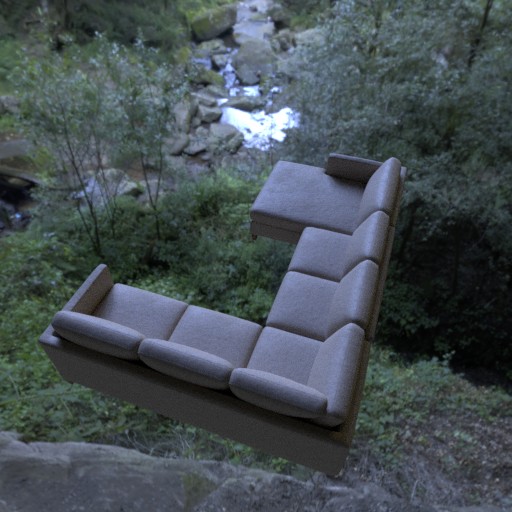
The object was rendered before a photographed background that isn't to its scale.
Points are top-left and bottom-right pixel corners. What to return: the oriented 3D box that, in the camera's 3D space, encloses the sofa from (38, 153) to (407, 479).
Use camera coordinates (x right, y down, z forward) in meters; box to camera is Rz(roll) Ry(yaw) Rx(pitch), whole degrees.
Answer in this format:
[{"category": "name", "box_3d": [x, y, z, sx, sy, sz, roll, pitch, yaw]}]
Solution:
[{"category": "sofa", "box_3d": [0.000, 0.000, 4.495, 2.551, 0.889, 3.403, 14, 48, 13]}]
